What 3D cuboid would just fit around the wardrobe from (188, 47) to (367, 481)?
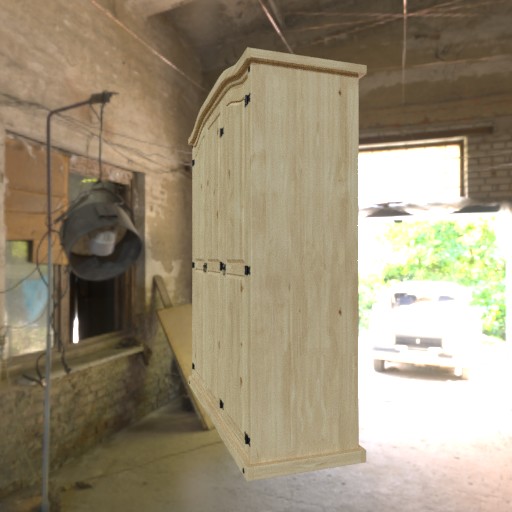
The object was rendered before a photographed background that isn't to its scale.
[{"bbox_3d":[0.000,0.000,2.632,0.570,1.870,1.500,0,0,-18],"label":"wardrobe"}]
